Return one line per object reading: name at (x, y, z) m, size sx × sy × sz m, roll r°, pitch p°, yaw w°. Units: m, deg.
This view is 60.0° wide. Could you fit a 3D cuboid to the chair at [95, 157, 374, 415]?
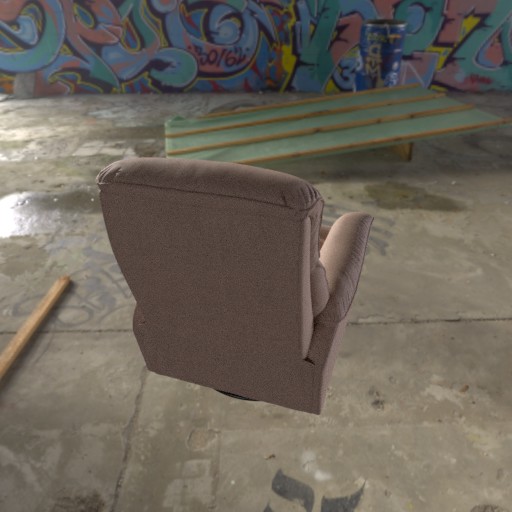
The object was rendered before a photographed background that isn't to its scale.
chair at (0.000, 0.000, 1.728) m, size 0.820 × 1.037 × 1.004 m, roll 10°, pitch 33°, yaw 15°
